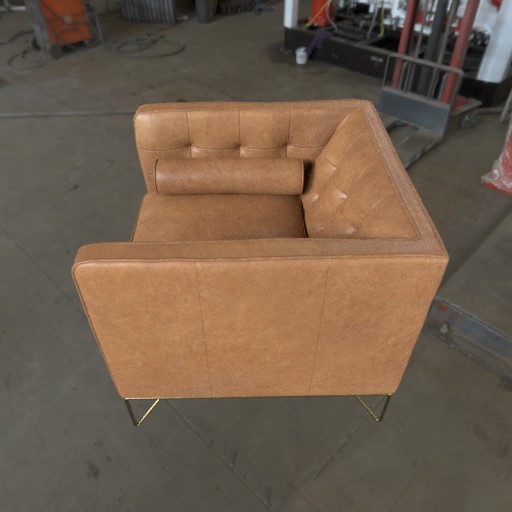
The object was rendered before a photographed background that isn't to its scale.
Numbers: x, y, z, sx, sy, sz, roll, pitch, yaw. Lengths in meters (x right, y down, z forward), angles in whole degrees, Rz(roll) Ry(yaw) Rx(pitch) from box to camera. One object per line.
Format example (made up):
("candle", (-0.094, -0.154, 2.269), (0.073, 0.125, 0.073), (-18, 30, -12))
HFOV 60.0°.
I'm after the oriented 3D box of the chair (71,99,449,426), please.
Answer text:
("chair", (0.000, 0.000, 1.616), (0.912, 0.797, 0.920), (-1, 42, -1))
